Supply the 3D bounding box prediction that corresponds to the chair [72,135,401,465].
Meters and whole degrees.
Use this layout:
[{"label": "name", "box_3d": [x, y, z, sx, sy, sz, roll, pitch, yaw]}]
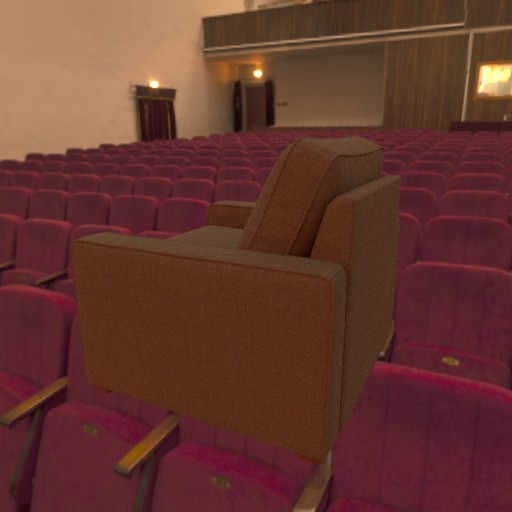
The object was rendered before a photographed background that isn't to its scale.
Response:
[{"label": "chair", "box_3d": [0.000, 0.000, 1.744, 0.940, 0.919, 1.017, 8, 17, 26]}]
